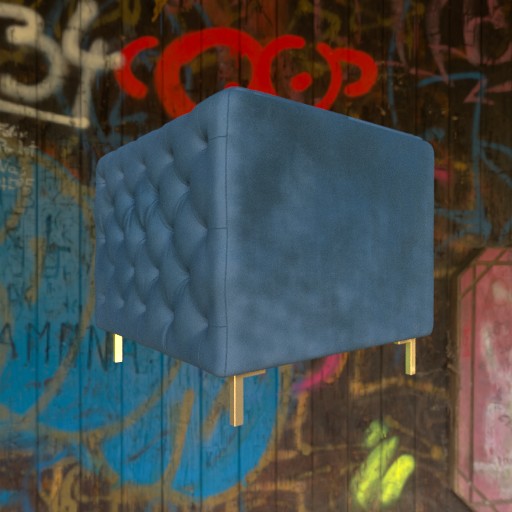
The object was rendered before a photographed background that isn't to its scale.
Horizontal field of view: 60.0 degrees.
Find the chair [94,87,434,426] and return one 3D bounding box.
[{"bbox_3d":[0.000,0.000,1.536,0.868,0.771,0.877,0,1,-38],"label":"chair"}]
